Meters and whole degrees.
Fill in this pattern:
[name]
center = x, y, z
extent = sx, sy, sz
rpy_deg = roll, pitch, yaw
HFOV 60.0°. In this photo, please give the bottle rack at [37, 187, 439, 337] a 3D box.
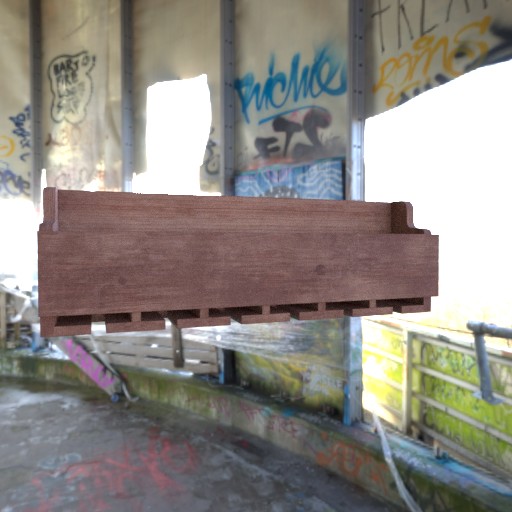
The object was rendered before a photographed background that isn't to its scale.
[bottle rack]
center = 0.000, 0.000, 0.699
extent = 0.608, 0.196, 0.126
rpy_deg = -1, 2, -20
